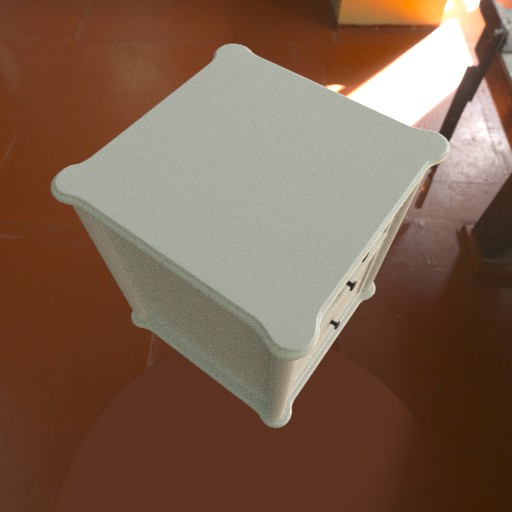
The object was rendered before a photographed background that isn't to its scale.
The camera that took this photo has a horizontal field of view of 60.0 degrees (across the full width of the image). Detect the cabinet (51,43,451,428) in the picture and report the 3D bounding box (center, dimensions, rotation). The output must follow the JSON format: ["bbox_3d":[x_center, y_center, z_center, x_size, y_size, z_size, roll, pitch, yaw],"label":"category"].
[{"bbox_3d":[0.000,0.000,1.246,0.627,0.761,0.628,32,64,18],"label":"cabinet"}]
